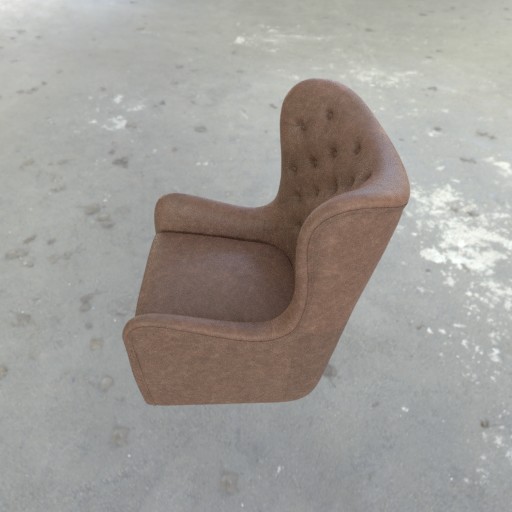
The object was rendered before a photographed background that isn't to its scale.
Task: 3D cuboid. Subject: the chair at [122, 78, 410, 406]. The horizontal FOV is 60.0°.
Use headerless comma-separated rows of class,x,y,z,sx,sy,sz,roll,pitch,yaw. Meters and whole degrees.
chair,0.000,0.000,1.725,0.930,1.079,0.831,-1,42,-1
